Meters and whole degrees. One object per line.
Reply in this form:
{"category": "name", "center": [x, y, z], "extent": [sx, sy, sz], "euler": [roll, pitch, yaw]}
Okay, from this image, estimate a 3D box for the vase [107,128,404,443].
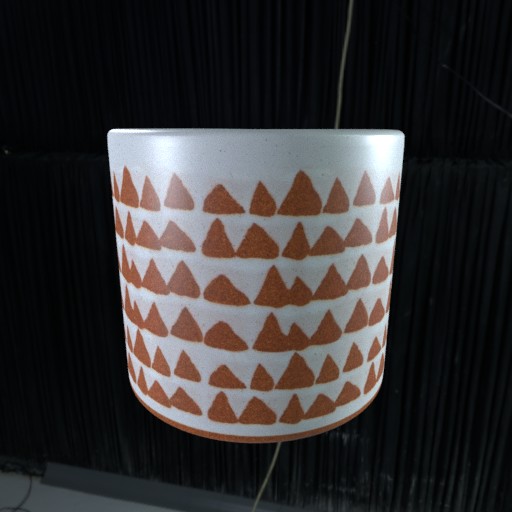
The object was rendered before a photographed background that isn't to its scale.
{"category": "vase", "center": [0.000, 0.000, 0.231], "extent": [0.137, 0.127, 0.137], "euler": [0, 16, 0]}
